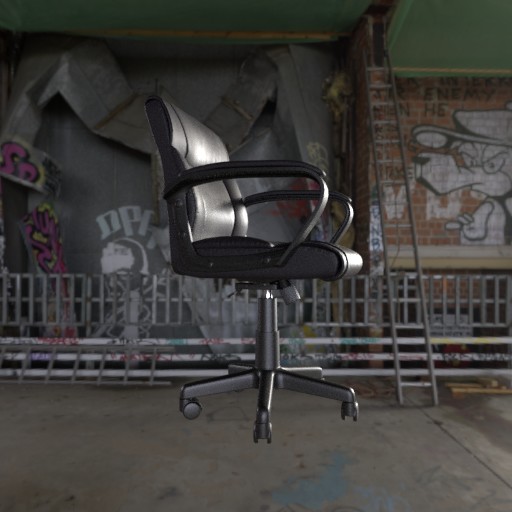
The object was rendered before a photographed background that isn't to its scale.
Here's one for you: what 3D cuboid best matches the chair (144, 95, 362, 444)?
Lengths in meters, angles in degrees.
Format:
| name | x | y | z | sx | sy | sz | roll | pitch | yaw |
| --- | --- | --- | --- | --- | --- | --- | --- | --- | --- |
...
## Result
| name | x | y | z | sx | sy | sz | roll | pitch | yaw |
| --- | --- | --- | --- | --- | --- | --- | --- | --- | --- |
| chair | 0.000 | 0.000 | 1.431 | 0.641 | 0.998 | 0.576 | 0 | -1 | 19 |
